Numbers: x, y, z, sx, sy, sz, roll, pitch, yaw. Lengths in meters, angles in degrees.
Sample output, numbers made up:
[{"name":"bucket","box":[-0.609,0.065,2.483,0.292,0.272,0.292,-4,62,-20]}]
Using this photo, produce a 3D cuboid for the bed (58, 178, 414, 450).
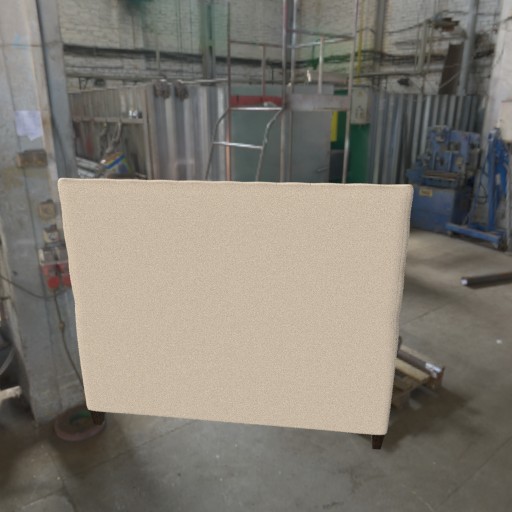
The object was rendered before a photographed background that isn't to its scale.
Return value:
[{"name":"bed","box":[0.000,0.000,3.293,1.696,1.426,2.233,2,18,7]}]
